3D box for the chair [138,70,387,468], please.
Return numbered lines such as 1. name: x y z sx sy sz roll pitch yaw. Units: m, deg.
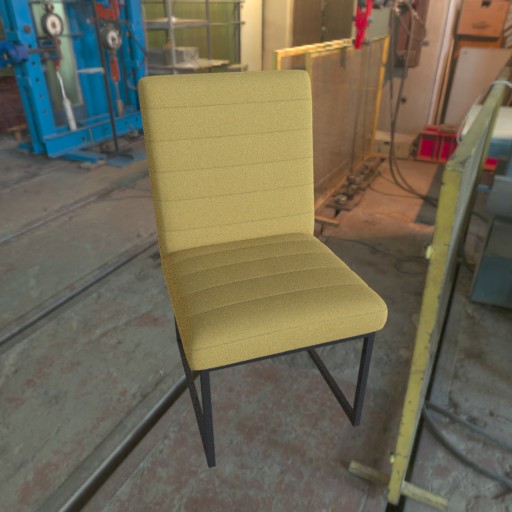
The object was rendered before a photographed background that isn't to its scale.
1. chair: 0.000 0.000 1.287 0.520 0.930 0.634 -9 31 -15
